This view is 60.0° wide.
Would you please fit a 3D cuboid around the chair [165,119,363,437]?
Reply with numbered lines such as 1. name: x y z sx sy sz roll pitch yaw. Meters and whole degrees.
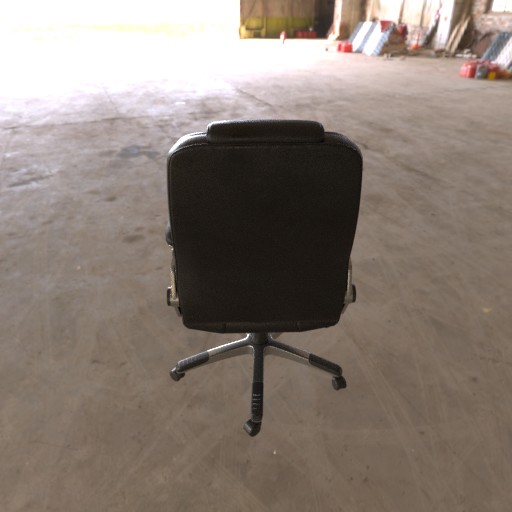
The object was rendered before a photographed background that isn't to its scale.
1. chair: 0.000 0.000 1.571 0.697 1.075 0.689 -1 30 -1
